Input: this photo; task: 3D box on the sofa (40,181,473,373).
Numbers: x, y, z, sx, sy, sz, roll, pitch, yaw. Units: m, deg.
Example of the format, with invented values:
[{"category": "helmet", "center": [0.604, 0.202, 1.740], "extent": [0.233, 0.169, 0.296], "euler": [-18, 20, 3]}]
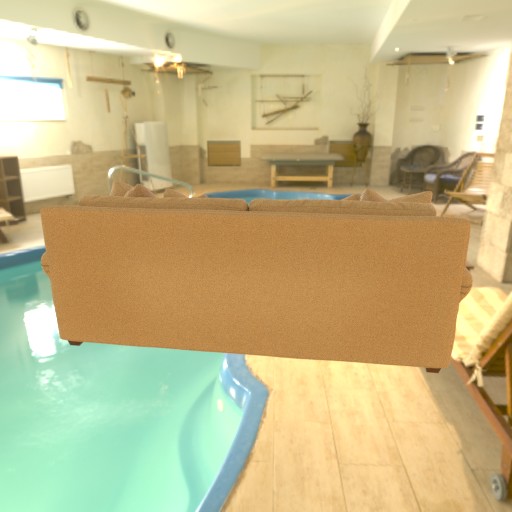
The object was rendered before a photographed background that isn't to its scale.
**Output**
[{"category": "sofa", "center": [0.000, 0.000, 2.778], "extent": [2.285, 0.904, 1.067], "euler": [3, 18, 8]}]
